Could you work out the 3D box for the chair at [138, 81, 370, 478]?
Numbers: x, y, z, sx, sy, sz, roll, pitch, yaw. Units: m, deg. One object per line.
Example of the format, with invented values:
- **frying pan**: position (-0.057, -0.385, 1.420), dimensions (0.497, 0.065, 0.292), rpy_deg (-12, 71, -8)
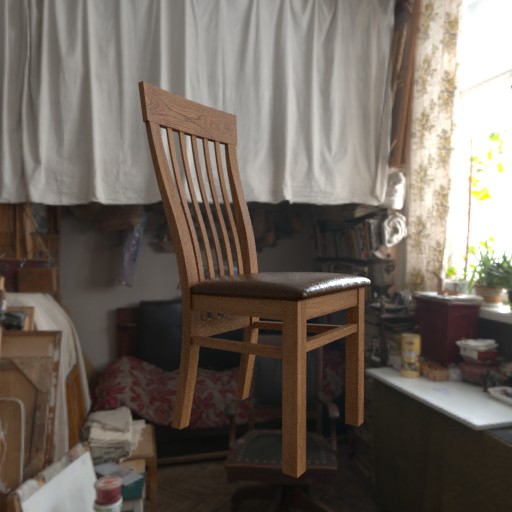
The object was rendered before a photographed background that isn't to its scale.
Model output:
- **chair**: position (0.000, 0.000, 1.374), dimensions (0.580, 1.050, 0.450), rpy_deg (1, 2, 36)
